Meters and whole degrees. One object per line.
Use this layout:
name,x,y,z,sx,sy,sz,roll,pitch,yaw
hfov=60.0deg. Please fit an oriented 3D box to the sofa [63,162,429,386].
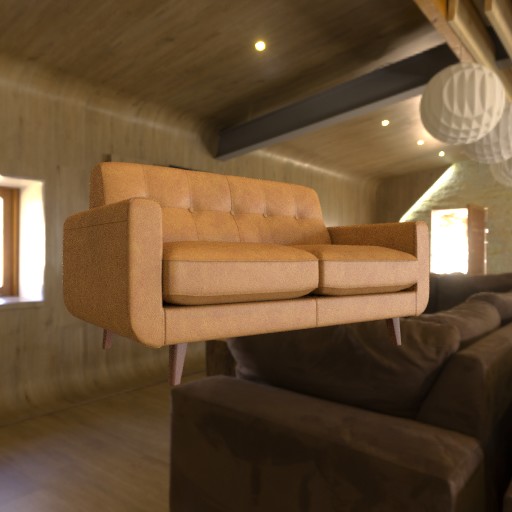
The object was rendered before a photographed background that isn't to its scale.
sofa,0.000,0.000,2.254,1.651,0.925,0.952,0,-1,-36
